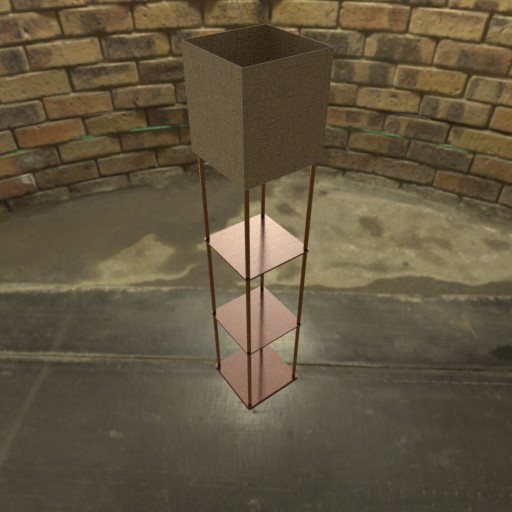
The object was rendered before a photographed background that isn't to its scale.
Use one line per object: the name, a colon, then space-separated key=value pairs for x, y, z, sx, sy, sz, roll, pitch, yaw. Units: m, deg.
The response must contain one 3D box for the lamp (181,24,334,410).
lamp: x=0.000 y=0.000 z=1.751 sx=0.308 sy=1.569 sz=0.310 roll=-25 pitch=47 yaw=-27
